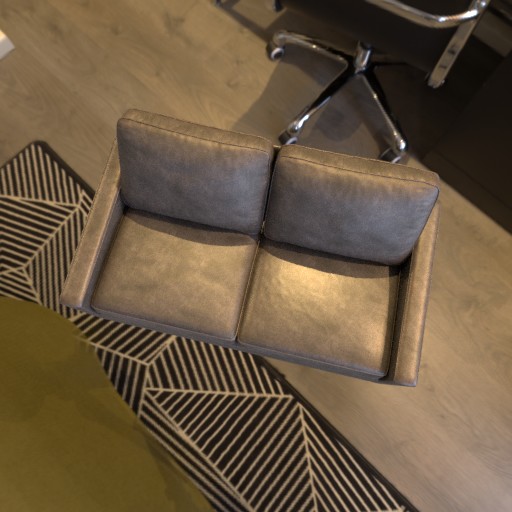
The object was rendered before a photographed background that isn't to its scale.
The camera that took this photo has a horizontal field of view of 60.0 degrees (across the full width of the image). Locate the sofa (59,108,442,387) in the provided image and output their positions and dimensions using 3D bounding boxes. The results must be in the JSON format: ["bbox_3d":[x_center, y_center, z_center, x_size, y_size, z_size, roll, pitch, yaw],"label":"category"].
[{"bbox_3d":[0.000,0.000,2.266,1.732,0.916,0.939,13,76,3],"label":"sofa"}]
